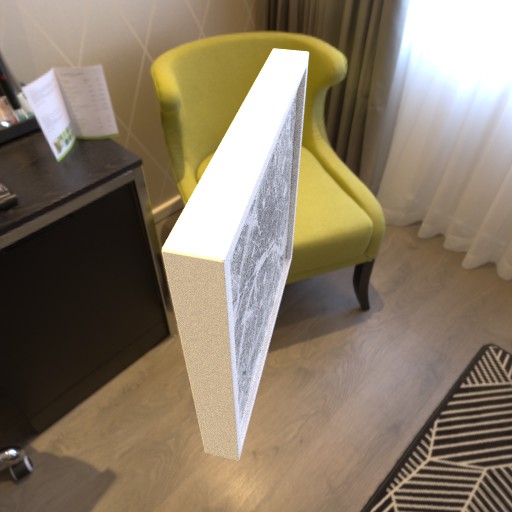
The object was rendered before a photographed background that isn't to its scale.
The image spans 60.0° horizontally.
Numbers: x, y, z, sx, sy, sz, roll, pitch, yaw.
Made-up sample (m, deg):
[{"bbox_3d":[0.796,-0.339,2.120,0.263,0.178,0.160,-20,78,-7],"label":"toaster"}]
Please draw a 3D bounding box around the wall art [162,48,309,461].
[{"bbox_3d":[0.000,0.000,0.462,0.038,0.305,0.305,10,47,10],"label":"wall art"}]
